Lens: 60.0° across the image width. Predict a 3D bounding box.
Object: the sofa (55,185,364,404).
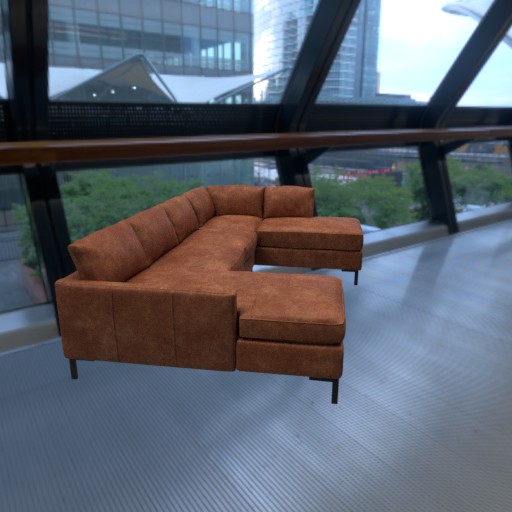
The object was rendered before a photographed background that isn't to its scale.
[{"bbox_3d":[0.000,0.000,3.892,1.939,0.900,2.956,3,16,9],"label":"sofa"}]
